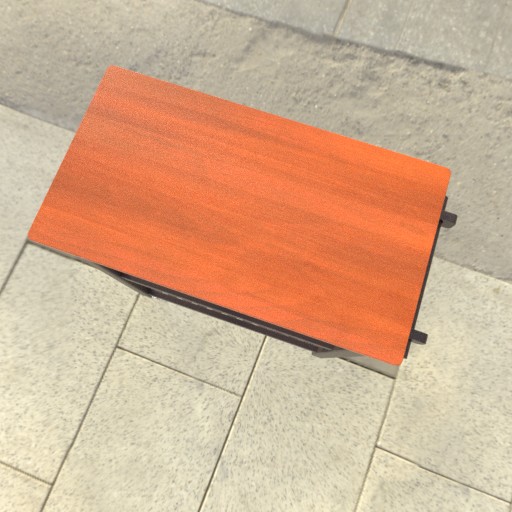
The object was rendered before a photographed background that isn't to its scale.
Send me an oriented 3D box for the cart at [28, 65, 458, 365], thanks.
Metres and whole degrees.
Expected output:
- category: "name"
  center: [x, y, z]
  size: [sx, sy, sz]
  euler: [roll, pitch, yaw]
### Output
- category: "cart"
  center: [0.000, 0.000, 1.425]
  size: [0.899, 0.927, 0.457]
  euler: [18, 77, 4]
